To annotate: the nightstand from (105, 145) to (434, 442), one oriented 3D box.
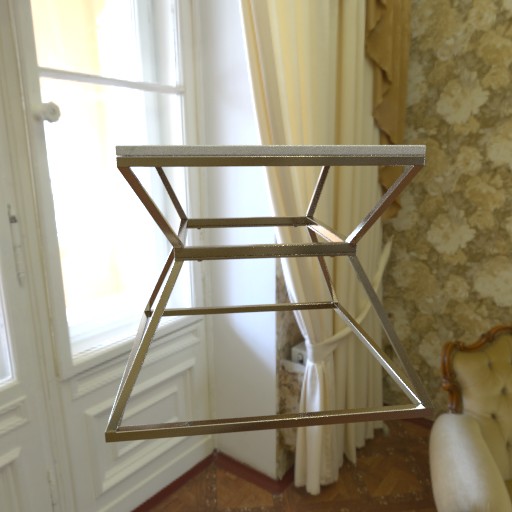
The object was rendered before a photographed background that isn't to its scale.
[{"bbox_3d":[0.000,0.000,0.881,0.514,0.426,0.513,-2,14,-7],"label":"nightstand"}]
